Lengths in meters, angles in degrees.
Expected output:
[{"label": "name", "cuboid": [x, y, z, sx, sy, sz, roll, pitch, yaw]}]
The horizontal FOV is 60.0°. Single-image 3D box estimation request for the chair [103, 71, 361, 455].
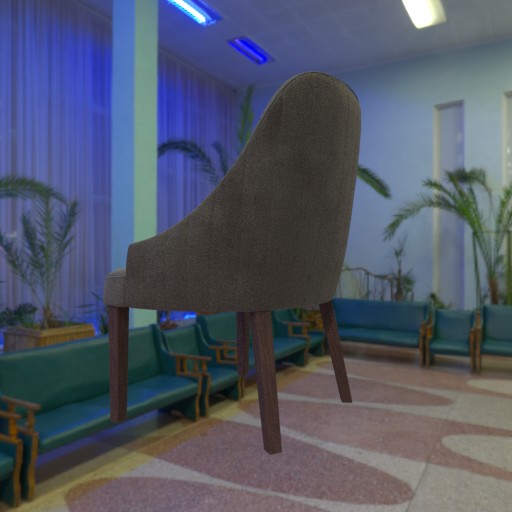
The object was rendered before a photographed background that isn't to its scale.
[{"label": "chair", "cuboid": [0.000, 0.000, 1.291, 0.575, 0.889, 0.643, 0, 0, 34]}]
